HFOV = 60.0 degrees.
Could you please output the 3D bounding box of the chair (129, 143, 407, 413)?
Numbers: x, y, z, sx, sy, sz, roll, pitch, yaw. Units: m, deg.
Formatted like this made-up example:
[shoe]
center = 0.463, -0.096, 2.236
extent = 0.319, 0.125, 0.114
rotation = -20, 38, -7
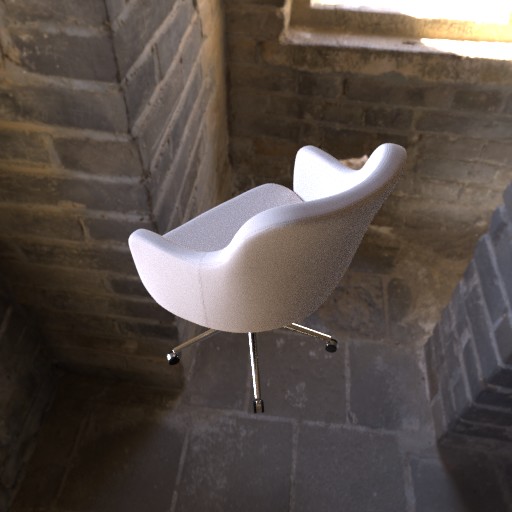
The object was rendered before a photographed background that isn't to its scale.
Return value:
[chair]
center = 0.000, 0.000, 1.237
extent = 0.602, 0.819, 0.647
rotation = -31, 54, -27
